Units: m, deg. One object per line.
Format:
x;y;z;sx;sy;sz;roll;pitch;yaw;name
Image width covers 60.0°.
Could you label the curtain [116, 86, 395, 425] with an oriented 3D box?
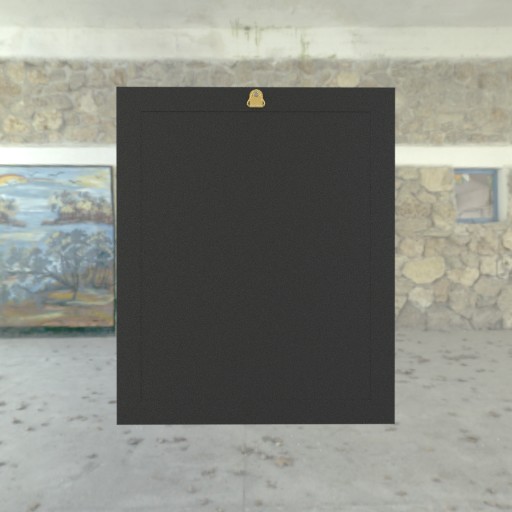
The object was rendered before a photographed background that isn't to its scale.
0.000;0.000;0.773;0.483;0.585;0.027;0;0;0;curtain
